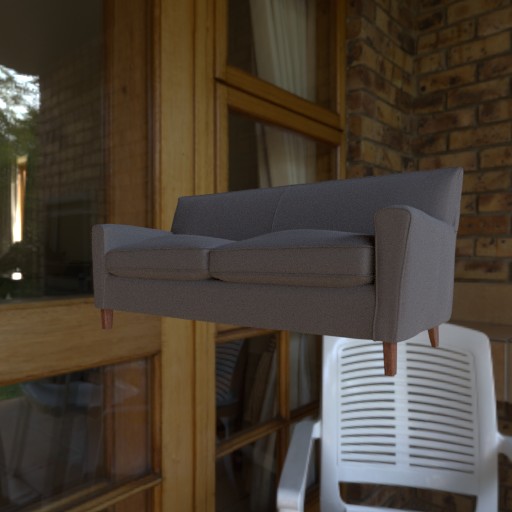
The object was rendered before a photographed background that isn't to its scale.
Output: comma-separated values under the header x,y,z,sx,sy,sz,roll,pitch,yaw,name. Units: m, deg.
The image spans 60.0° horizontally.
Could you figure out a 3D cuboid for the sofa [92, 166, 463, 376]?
x,y,z,sx,sy,sz,roll,pitch,yaw,name
0.000,0.000,2.492,2.002,0.907,0.843,0,0,36,sofa
